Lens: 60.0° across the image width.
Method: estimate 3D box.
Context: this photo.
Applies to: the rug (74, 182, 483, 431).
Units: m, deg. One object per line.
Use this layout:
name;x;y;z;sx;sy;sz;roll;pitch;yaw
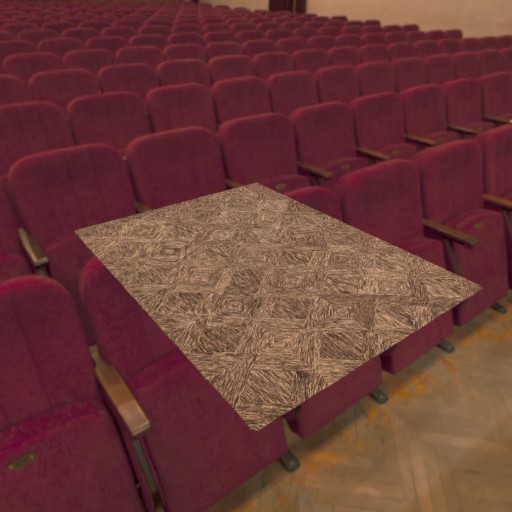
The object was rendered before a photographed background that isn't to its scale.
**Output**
rug;0.000;0.000;4.237;2.448;0.017;3.204;-20;35;-32
